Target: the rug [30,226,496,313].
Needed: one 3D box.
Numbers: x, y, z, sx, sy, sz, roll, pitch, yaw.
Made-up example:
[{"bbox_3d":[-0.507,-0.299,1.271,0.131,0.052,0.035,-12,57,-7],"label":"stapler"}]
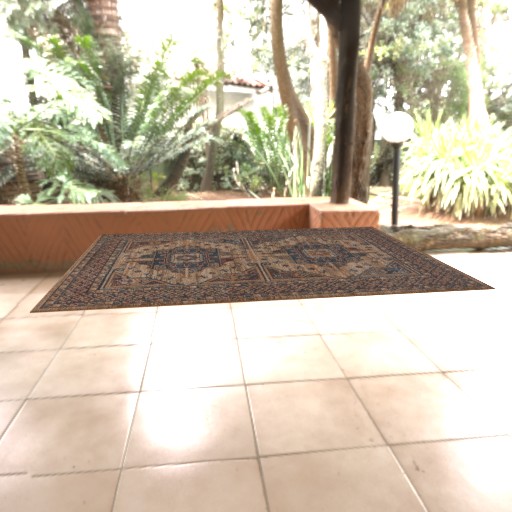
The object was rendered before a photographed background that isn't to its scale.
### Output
[{"bbox_3d":[0.000,0.000,2.856,2.227,0.008,1.611,-2,15,-8],"label":"rug"}]
